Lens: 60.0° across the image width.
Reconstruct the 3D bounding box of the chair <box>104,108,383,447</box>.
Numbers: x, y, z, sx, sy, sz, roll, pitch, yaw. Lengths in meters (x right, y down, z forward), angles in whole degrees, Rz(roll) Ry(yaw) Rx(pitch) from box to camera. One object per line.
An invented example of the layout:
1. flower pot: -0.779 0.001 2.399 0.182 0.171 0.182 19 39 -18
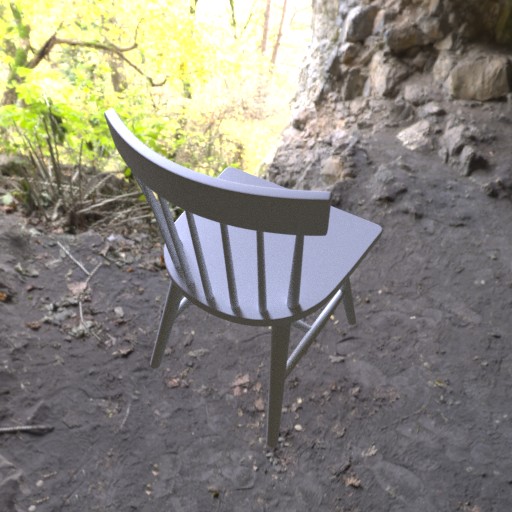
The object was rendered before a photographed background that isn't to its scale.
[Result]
1. chair: 0.000 0.000 1.112 0.483 0.787 0.500 26 51 23
